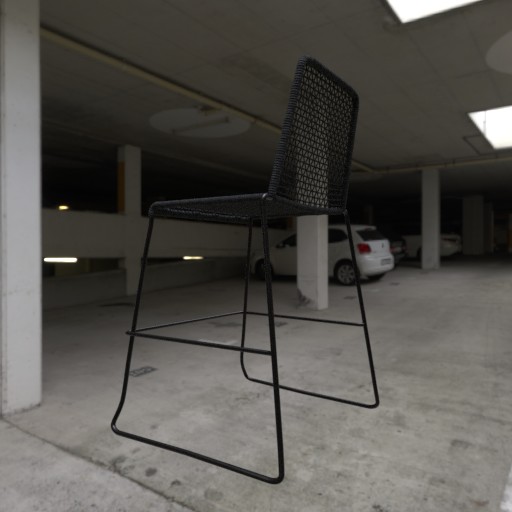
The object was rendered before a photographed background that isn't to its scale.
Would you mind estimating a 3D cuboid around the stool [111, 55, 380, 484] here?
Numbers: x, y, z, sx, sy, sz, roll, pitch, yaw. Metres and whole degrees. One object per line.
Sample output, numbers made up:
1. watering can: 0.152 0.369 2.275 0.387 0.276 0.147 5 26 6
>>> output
1. stool: 0.000 0.000 1.224 0.509 0.905 0.590 0 0 36
